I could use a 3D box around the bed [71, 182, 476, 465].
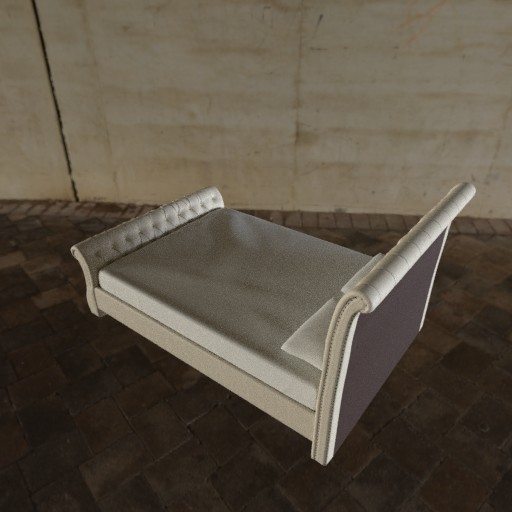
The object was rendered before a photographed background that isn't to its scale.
[{"bbox_3d":[0.000,0.000,3.378,2.493,1.268,1.606,22,37,32],"label":"bed"}]
